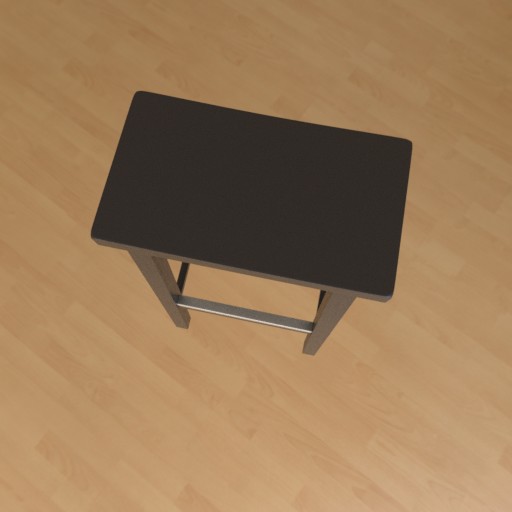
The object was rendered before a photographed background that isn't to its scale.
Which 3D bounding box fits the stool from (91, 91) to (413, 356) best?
[{"bbox_3d":[0.000,0.000,0.962,0.406,0.742,0.322,11,76,3],"label":"stool"}]
